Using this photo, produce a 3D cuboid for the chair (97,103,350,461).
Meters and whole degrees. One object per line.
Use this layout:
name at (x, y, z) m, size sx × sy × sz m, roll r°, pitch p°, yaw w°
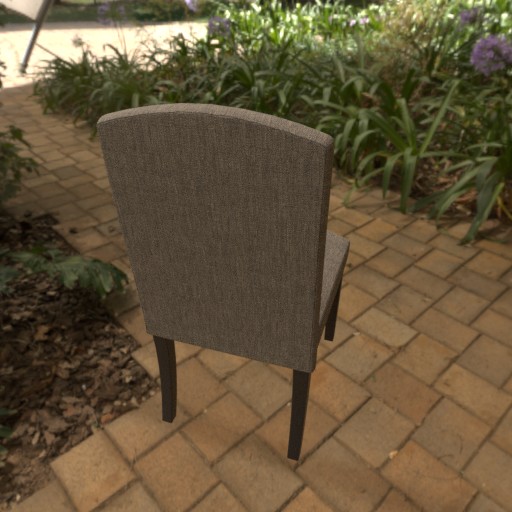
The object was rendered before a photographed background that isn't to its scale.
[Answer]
chair at (0.000, 0.000, 1.211) m, size 0.451 × 0.917 × 0.580 m, roll 10°, pitch 33°, yaw 16°
